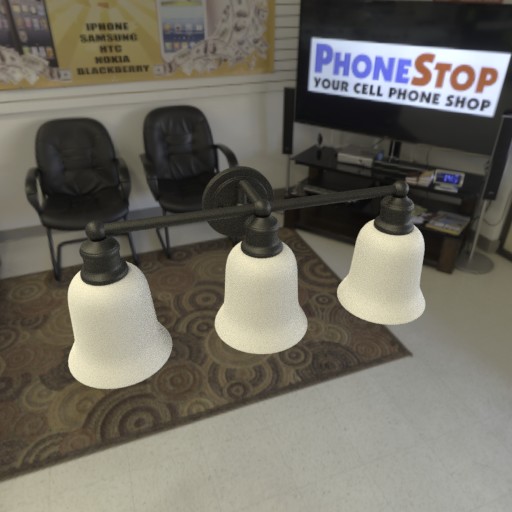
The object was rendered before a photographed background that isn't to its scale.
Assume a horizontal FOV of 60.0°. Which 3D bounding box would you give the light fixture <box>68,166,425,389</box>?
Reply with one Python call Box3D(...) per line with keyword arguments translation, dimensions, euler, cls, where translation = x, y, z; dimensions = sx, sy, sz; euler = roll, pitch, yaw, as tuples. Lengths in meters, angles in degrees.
Box3D(translation=(0.000, 0.000, 0.663), dimensions=(0.570, 0.211, 0.198), euler=(-9, 33, -15), cls="light fixture")
